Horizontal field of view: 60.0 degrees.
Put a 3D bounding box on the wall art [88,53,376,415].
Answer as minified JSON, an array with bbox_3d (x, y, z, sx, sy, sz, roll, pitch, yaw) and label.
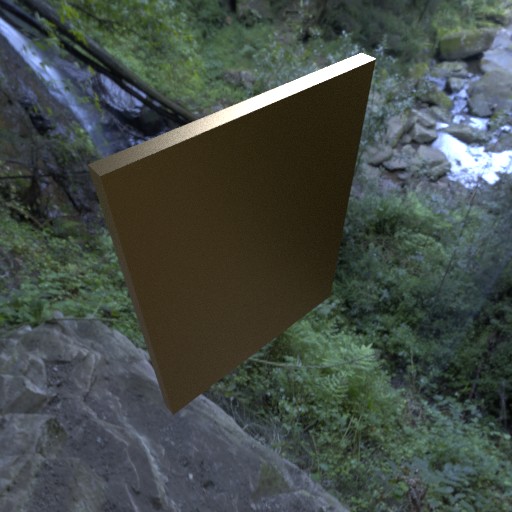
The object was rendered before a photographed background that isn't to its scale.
[{"bbox_3d":[0.000,0.000,1.040,0.610,0.762,0.038,-32,54,-27],"label":"wall art"}]
